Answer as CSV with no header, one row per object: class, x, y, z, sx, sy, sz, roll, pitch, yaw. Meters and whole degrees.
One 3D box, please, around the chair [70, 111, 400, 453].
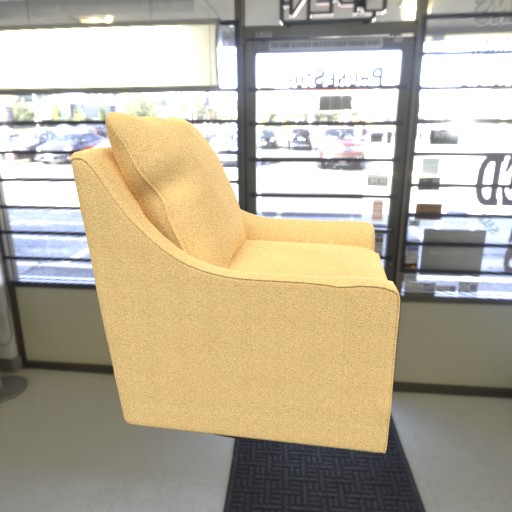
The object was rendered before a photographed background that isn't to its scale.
chair,0.000,0.000,1.512,0.876,0.927,0.760,3,17,9
